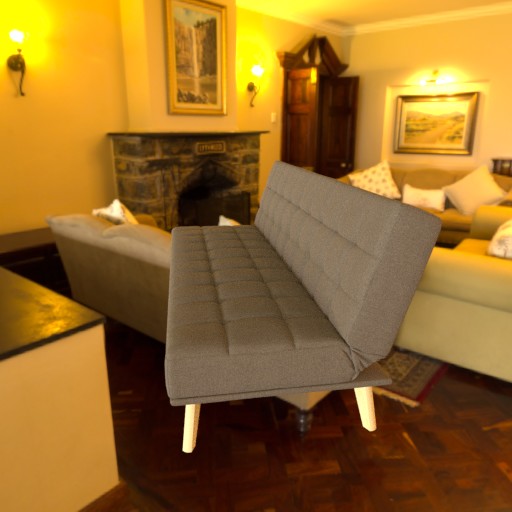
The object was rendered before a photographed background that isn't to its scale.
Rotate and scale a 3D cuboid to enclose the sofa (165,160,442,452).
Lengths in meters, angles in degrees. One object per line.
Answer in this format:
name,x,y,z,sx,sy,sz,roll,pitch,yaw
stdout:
sofa,0.000,0.000,2.214,0.860,0.810,1.800,-3,17,-9
